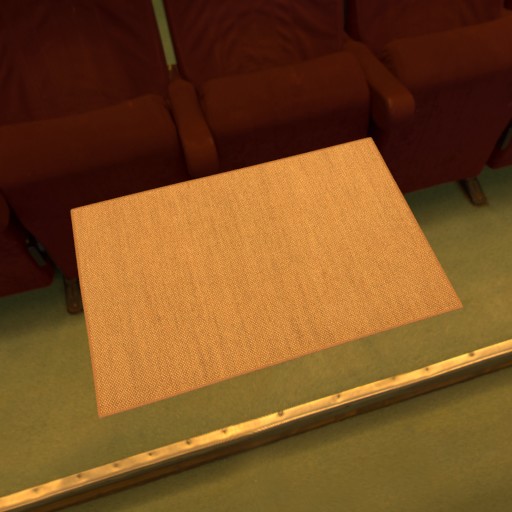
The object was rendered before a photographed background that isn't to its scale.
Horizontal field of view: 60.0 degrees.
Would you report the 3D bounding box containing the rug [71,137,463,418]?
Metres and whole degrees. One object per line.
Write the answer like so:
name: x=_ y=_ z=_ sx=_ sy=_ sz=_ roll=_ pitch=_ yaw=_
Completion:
rug: x=0.000 y=0.000 z=2.147 sx=1.668 sy=0.012 sz=1.061 roll=-15 pitch=64 yaw=-8
